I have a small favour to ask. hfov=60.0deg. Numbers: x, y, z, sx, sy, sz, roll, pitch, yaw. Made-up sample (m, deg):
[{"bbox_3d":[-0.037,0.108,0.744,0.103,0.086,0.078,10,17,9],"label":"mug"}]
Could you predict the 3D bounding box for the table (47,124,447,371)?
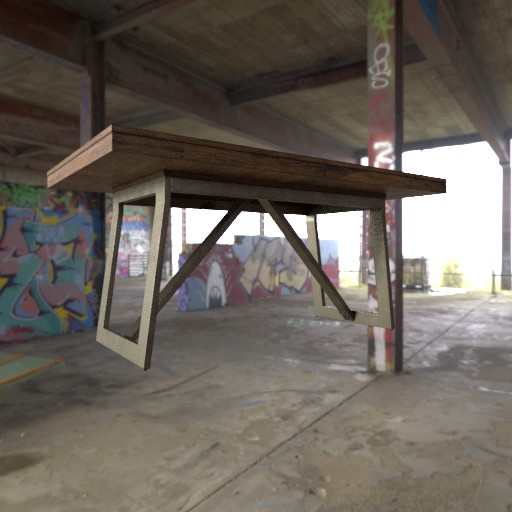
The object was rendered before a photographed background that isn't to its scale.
[{"bbox_3d":[0.000,0.000,2.091,1.641,0.757,0.931,-1,1,-35],"label":"table"}]
